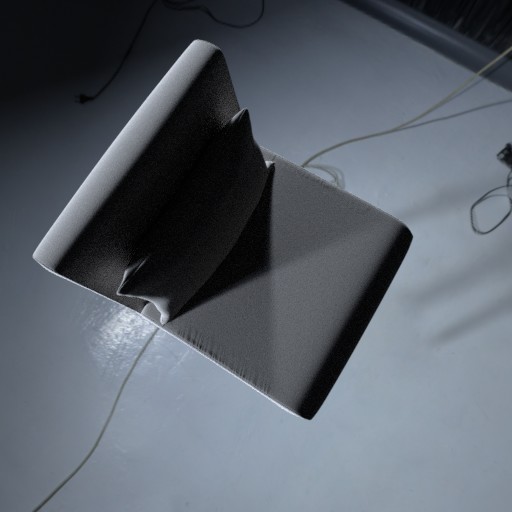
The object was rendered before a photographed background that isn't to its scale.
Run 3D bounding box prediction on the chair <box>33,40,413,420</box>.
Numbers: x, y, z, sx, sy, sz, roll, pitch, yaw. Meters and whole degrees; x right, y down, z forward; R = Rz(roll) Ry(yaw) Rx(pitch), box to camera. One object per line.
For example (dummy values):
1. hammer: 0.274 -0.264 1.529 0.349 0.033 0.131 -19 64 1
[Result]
1. chair: 0.000 0.000 1.512 0.902 0.808 0.770 31 79 7
